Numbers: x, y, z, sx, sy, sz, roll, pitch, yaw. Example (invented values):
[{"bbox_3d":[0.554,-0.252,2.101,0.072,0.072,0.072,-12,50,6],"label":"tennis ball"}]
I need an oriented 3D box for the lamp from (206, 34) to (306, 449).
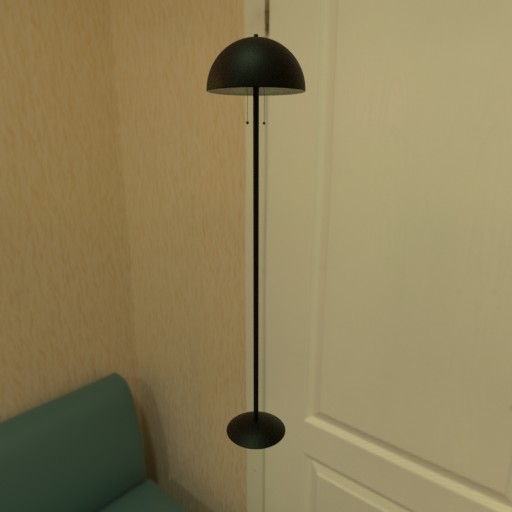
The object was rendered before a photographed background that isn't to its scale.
[{"bbox_3d":[0.000,0.000,1.625,0.328,1.480,0.328,3,16,10],"label":"lamp"}]
